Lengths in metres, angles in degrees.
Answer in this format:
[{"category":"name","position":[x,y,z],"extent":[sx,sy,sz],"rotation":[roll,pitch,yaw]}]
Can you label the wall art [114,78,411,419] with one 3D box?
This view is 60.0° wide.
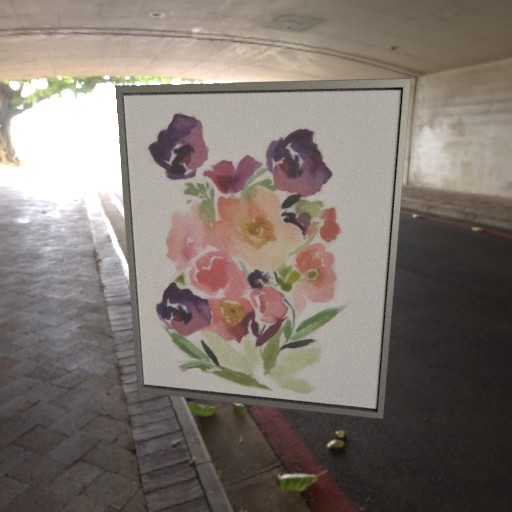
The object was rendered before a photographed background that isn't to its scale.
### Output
[{"category":"wall art","position":[0.000,0.000,0.752],"extent":[0.452,0.549,0.038],"rotation":[3,15,10]}]
